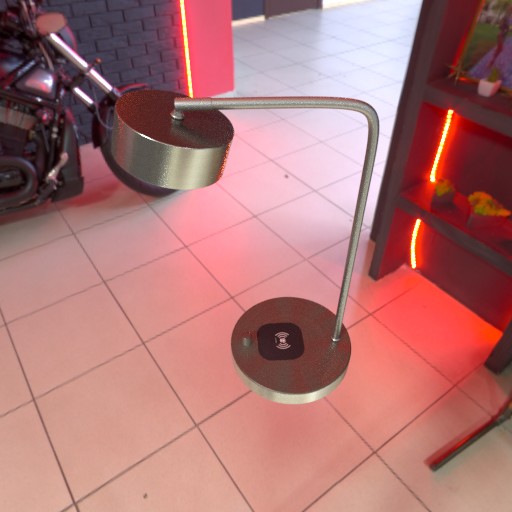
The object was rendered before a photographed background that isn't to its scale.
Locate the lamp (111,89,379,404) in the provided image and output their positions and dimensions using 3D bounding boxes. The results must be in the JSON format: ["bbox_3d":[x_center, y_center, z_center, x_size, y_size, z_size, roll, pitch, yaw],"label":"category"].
[{"bbox_3d":[0.000,0.000,0.642,0.334,0.469,0.211,-2,42,-2],"label":"lamp"}]
